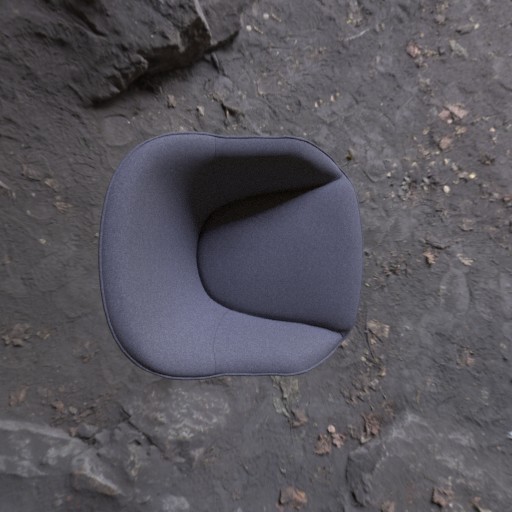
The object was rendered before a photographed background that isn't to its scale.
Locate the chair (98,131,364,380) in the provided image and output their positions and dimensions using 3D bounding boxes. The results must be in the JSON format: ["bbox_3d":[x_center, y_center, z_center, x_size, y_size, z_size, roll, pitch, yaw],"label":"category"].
[{"bbox_3d":[0.000,0.000,1.266,0.611,0.810,0.589,0,90,1],"label":"chair"}]
